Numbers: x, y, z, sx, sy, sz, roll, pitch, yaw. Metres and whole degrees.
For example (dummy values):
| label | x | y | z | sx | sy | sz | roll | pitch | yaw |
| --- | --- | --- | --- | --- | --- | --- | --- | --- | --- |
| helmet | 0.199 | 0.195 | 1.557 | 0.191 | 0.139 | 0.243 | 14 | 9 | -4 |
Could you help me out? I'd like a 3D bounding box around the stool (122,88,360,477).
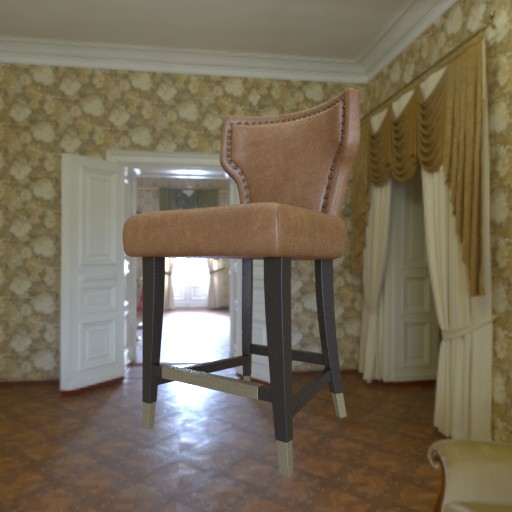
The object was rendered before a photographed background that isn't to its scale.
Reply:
| label | x | y | z | sx | sy | sz | roll | pitch | yaw |
| --- | --- | --- | --- | --- | --- | --- | --- | --- | --- |
| stool | 0.000 | 0.000 | 1.295 | 0.526 | 0.982 | 0.563 | 0 | 0 | 36 |
